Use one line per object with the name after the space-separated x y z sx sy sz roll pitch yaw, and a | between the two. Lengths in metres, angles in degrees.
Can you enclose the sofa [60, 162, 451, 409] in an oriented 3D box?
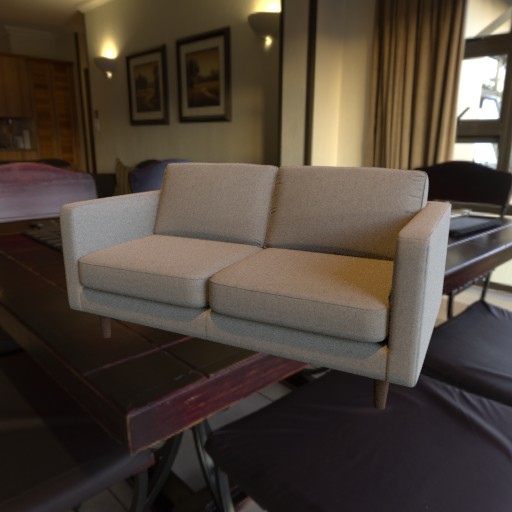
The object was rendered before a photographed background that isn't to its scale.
0.000 0.000 2.270 1.731 0.900 1.000 7 16 26 | sofa
